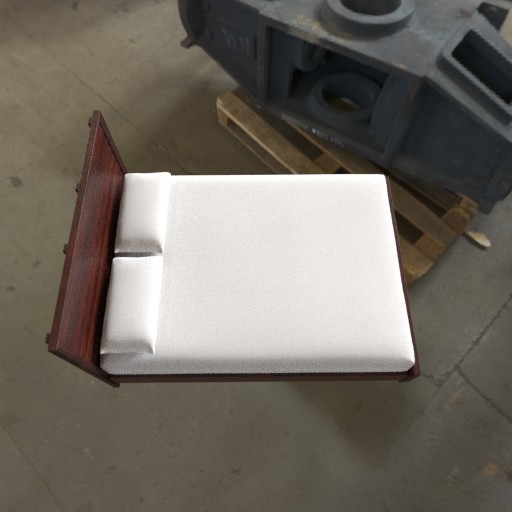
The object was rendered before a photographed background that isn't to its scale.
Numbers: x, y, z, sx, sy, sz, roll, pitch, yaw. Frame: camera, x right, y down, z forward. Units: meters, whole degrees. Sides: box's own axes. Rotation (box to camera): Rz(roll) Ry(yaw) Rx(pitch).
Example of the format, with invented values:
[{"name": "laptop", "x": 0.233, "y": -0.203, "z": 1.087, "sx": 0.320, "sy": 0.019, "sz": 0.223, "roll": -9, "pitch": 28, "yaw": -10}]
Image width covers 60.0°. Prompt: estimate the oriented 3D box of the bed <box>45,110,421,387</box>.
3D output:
[{"name": "bed", "x": 0.000, "y": 0.000, "z": 3.985, "sx": 2.803, "sy": 1.492, "sz": 2.040, "roll": 0, "pitch": 65, "yaw": 0}]
